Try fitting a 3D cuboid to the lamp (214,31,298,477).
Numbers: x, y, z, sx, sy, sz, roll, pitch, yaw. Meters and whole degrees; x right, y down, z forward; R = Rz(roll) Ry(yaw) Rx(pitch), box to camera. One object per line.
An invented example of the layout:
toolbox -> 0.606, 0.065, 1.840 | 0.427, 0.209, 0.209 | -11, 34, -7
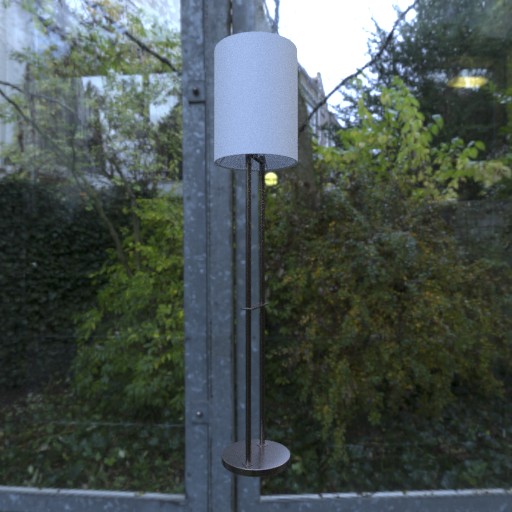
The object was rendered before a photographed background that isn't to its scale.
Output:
lamp -> 0.000, 0.000, 1.630 | 0.305, 1.500, 0.306 | 0, 0, 18
